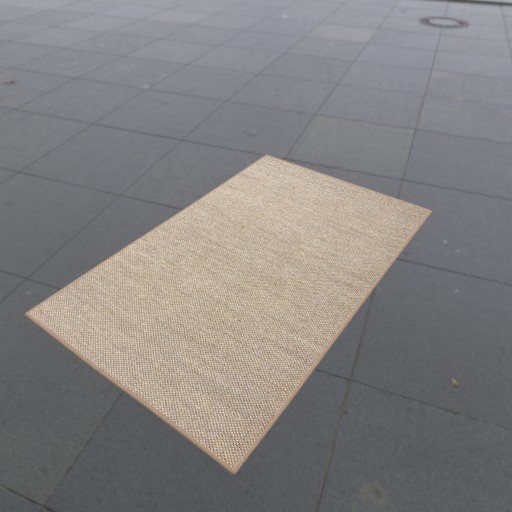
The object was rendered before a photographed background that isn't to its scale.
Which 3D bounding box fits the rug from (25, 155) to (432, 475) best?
[{"bbox_3d":[0.000,0.000,2.027,1.061,0.012,1.668,25,46,27],"label":"rug"}]
